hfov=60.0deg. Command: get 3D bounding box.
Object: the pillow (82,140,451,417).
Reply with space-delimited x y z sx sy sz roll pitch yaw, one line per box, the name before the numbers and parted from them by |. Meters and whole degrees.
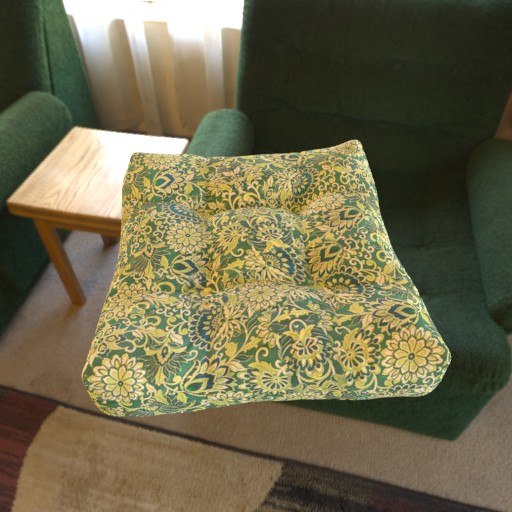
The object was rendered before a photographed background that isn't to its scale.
pillow | 0.000 0.000 0.720 0.468 0.128 0.490 -3 47 -3
